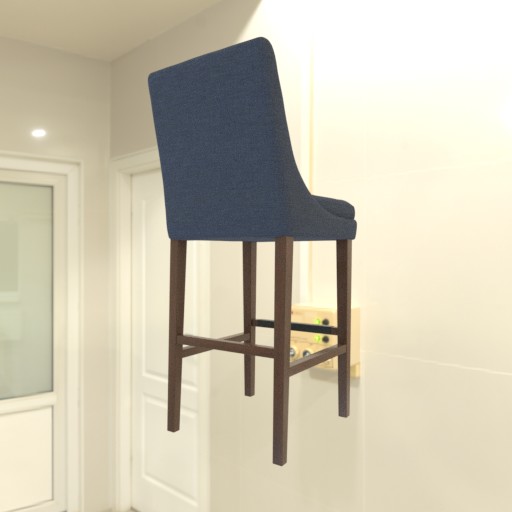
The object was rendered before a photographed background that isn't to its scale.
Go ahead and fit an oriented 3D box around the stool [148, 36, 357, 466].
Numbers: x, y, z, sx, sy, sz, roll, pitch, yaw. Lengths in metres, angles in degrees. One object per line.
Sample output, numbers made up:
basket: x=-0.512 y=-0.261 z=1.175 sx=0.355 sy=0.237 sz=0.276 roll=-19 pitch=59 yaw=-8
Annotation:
stool: x=0.000 y=0.000 z=1.402 sx=0.470 sy=1.078 sz=0.577 roll=0 pitch=0 yaw=34
